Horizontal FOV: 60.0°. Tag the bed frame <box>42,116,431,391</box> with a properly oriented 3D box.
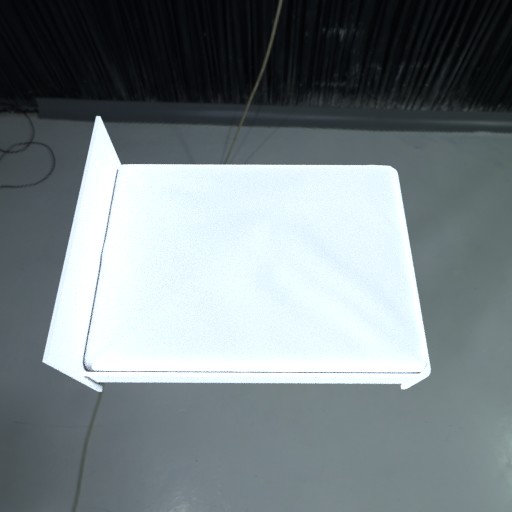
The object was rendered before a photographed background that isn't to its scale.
[{"bbox_3d":[0.000,0.000,2.719,1.950,0.800,1.490,0,64,0],"label":"bed frame"}]
